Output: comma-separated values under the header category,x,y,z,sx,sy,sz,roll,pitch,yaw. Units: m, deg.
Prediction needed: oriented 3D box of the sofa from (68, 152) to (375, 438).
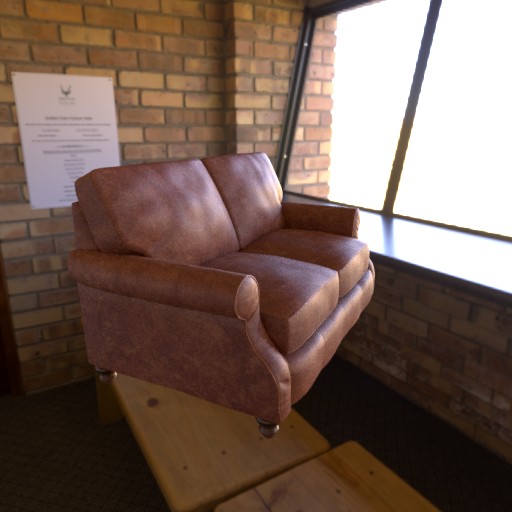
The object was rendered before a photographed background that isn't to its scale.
category,x,y,z,sx,sy,sz,roll,pitch,yaw
sofa,0.000,0.000,2.262,0.990,0.967,1.616,8,18,26
